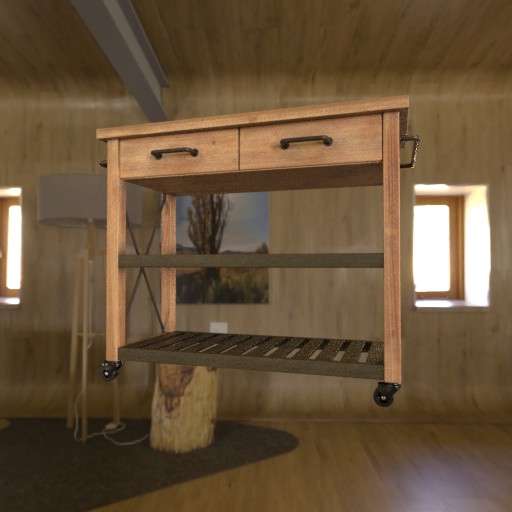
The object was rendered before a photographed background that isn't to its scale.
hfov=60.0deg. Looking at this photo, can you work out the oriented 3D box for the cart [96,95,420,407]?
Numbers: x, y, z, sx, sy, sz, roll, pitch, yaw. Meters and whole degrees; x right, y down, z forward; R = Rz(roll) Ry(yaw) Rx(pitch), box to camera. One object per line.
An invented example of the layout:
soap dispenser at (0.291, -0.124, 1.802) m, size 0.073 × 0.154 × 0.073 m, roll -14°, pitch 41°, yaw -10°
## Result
cart at (0.000, 0.000, 0.995) m, size 0.686 × 0.554 × 0.298 m, roll 0°, pitch -1°, yaw 18°
